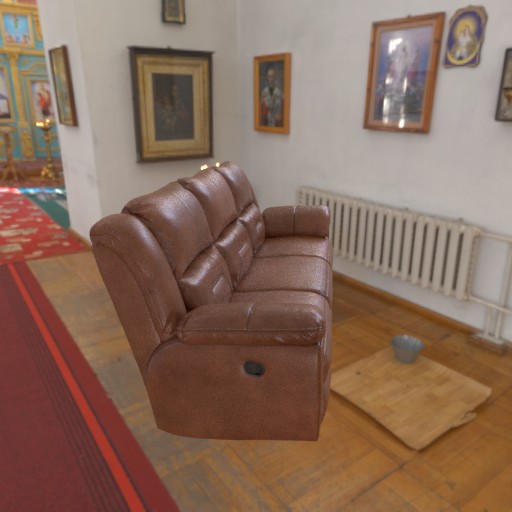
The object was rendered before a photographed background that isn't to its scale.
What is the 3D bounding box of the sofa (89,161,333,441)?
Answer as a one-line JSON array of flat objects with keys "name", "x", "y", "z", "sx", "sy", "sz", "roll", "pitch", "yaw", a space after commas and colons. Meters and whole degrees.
[{"name": "sofa", "x": 0.000, "y": 0.000, "z": 2.820, "sx": 0.991, "sy": 1.043, "sz": 2.337, "roll": 3, "pitch": 18, "yaw": 9}]
